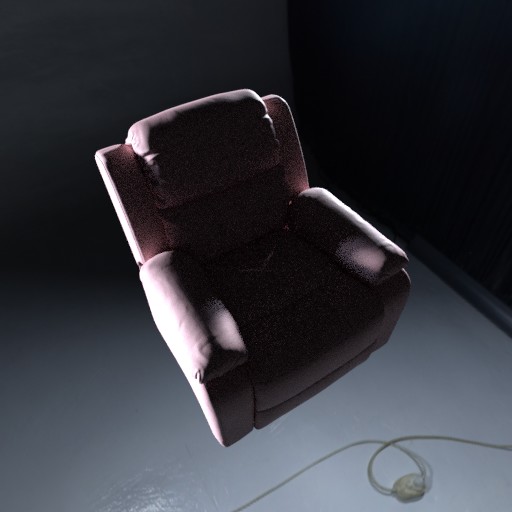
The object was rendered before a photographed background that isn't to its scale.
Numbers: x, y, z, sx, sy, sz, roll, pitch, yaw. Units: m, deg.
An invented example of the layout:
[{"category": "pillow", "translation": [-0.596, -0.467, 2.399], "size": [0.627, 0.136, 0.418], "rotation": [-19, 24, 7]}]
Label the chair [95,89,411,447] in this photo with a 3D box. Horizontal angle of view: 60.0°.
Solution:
[{"category": "chair", "translation": [0.000, 0.000, 1.296], "size": [0.680, 0.702, 0.709], "rotation": [-26, 52, -22]}]
